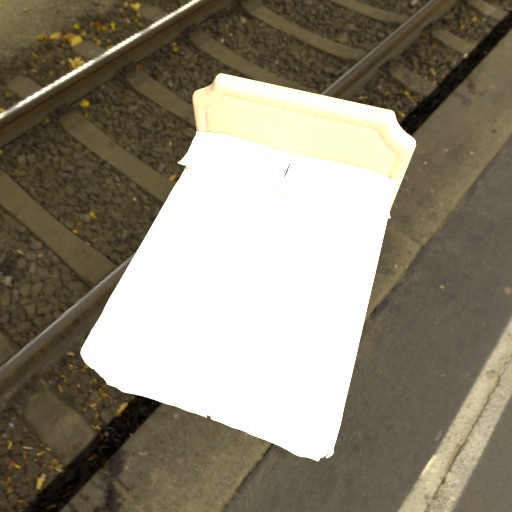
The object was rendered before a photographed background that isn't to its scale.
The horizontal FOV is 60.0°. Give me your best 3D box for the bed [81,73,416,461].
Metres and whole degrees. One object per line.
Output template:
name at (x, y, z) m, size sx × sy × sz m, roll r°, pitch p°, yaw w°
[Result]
bed at (0.000, 0.000, 3.780) m, size 2.134 × 1.524 × 2.548 m, roll 16°, pitch 59°, yaw 10°
